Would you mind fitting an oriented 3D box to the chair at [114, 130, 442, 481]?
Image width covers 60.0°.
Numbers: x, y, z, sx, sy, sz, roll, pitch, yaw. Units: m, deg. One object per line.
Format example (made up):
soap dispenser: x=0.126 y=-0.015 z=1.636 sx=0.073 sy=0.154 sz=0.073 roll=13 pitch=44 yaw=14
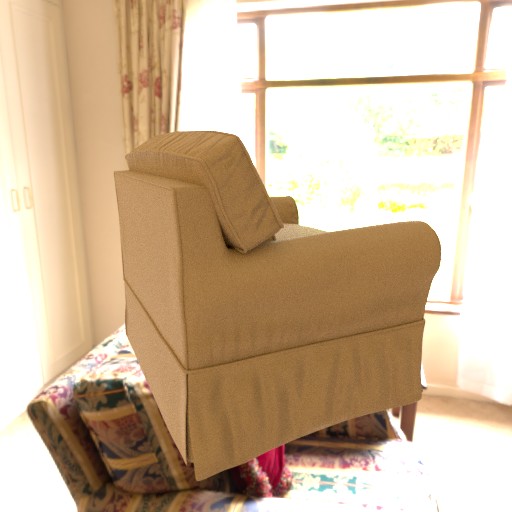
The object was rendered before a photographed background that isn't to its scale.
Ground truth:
chair: x=0.000 y=0.000 z=1.747 sx=0.903 sy=0.937 sz=1.096 roll=-6 pitch=15 yaw=-25
